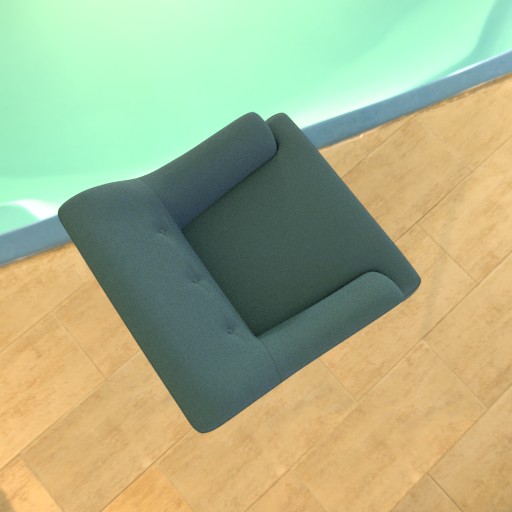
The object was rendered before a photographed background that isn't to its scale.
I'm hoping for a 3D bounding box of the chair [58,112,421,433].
[{"bbox_3d":[0.000,0.000,1.705,0.951,0.818,0.946,-35,79,-8],"label":"chair"}]
